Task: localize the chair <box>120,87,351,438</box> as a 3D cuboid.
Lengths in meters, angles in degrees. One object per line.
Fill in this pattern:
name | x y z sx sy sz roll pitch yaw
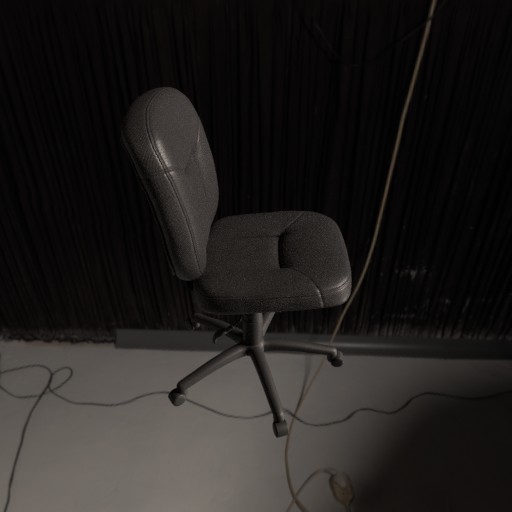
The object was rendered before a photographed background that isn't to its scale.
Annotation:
chair | 0.000 0.000 1.384 0.646 0.959 0.647 1 34 1
